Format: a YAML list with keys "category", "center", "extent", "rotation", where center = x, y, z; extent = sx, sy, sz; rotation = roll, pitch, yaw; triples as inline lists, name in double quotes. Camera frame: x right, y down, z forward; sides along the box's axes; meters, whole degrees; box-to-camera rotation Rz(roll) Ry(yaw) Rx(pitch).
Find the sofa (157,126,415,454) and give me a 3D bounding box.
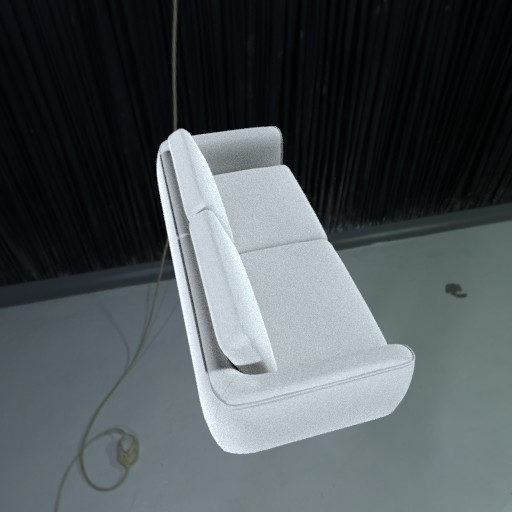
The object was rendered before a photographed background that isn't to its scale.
- category: "sofa"
  center: [0.000, 0.000, 2.512]
  extent: [0.920, 0.850, 2.000]
  rotation: [-11, 46, -11]
